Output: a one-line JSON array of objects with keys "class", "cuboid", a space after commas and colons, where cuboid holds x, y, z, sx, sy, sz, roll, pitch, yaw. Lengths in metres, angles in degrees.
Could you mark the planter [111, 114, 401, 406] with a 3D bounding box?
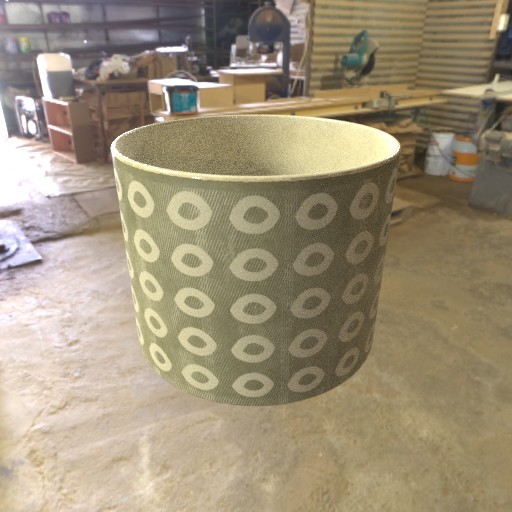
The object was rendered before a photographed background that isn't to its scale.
[{"class": "planter", "cuboid": [0.000, 0.000, 0.451, 0.250, 0.239, 0.250, 0, 27, 0]}]
